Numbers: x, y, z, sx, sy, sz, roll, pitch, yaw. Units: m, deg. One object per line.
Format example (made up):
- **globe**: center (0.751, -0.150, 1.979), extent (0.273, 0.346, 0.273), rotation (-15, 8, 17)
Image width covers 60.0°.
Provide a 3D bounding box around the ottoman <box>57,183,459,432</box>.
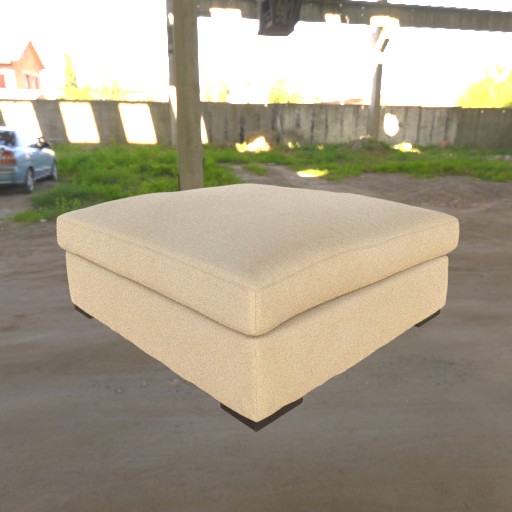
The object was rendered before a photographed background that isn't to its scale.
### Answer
- **ottoman**: center (0.000, 0.000, 1.854), extent (1.190, 0.522, 1.205), rotation (-15, 22, -42)
